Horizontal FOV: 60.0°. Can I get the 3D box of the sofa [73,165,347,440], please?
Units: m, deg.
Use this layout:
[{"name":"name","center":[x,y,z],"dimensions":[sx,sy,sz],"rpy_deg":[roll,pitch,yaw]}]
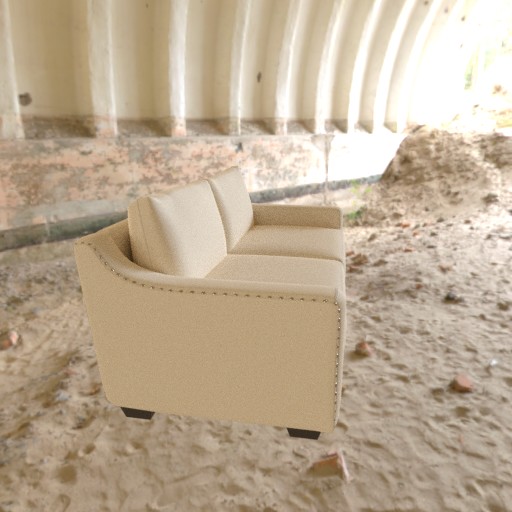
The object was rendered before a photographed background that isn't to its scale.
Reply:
[{"name":"sofa","center":[0.000,0.000,2.357],"dimensions":[0.949,0.830,1.812],"rpy_deg":[3,16,10]}]
